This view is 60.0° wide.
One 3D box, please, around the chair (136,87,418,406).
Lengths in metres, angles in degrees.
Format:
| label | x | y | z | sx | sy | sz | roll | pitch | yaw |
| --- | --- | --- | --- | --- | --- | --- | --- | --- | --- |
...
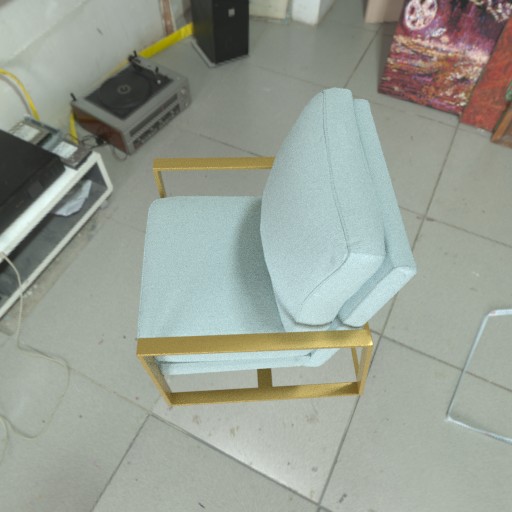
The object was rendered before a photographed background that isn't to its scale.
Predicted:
| label | x | y | z | sx | sy | sz | roll | pitch | yaw |
| --- | --- | --- | --- | --- | --- | --- | --- | --- | --- |
| chair | 0.000 | 0.000 | 1.547 | 0.813 | 0.956 | 0.758 | -3 | 58 | -2 |
